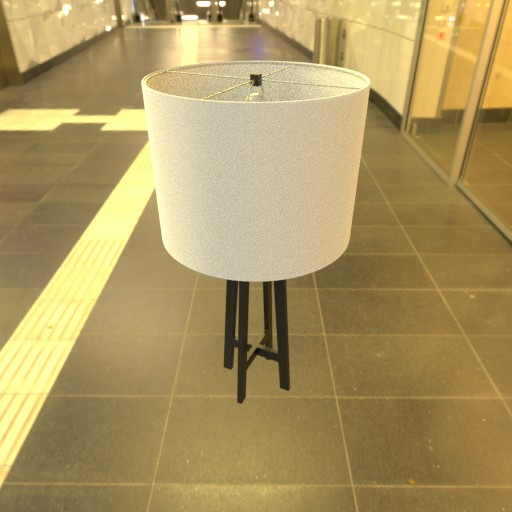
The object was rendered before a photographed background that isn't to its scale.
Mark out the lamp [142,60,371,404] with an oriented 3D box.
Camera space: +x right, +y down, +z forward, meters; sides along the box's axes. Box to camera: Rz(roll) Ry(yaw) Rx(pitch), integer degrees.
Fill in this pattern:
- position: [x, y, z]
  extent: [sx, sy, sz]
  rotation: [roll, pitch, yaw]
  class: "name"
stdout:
- position: [0.000, 0.000, 0.635]
  extent: [0.257, 0.489, 0.257]
  rotation: [-10, 33, -16]
  class: "lamp"
